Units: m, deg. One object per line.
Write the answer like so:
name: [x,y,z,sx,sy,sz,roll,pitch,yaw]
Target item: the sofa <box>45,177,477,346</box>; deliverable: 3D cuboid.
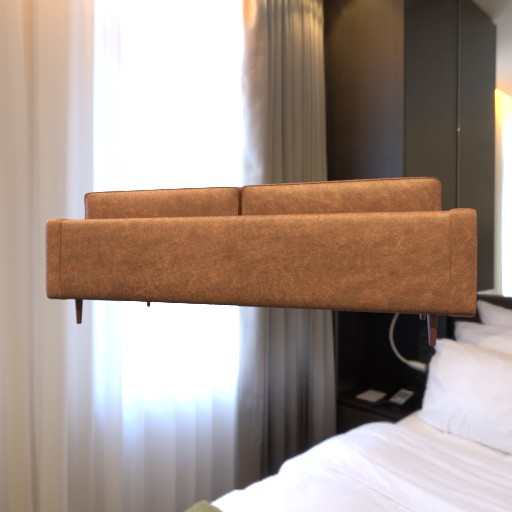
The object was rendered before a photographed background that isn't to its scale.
sofa: [0.000,0.000,2.573,2.210,0.762,0.914,0,1,18]
